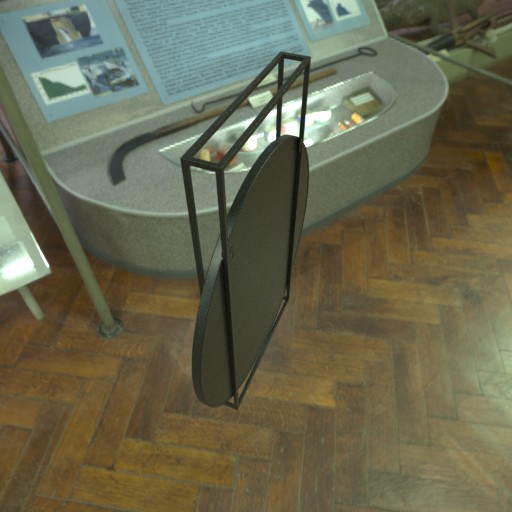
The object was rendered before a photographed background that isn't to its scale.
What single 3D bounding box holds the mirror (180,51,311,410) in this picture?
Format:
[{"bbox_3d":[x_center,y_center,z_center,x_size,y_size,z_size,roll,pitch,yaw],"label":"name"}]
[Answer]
[{"bbox_3d":[0.000,0.000,0.805,0.051,0.603,0.508,17,49,16],"label":"mirror"}]
